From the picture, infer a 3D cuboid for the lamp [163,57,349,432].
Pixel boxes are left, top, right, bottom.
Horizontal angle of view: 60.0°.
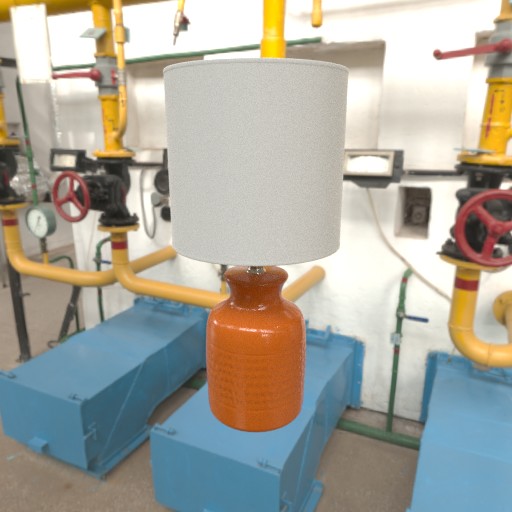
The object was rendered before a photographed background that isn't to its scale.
[{"bbox_3d":[0.000,0.000,1.130,0.418,0.871,0.418,8,17,25],"label":"lamp"}]
